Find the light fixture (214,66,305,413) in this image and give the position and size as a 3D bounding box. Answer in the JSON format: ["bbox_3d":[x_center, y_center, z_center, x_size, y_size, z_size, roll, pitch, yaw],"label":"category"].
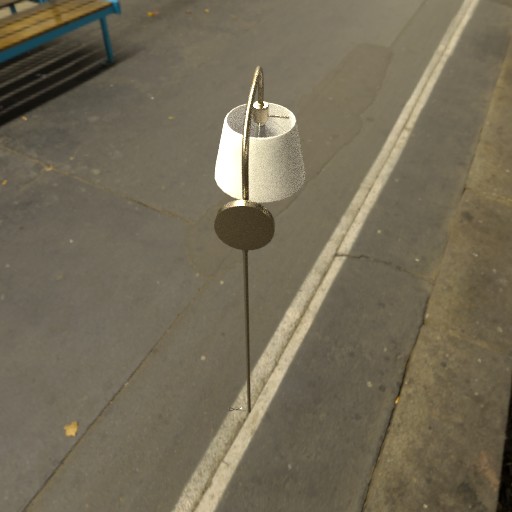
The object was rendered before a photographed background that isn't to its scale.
[{"bbox_3d":[0.000,0.000,0.480,0.092,0.399,0.176,4,47,4],"label":"light fixture"}]
